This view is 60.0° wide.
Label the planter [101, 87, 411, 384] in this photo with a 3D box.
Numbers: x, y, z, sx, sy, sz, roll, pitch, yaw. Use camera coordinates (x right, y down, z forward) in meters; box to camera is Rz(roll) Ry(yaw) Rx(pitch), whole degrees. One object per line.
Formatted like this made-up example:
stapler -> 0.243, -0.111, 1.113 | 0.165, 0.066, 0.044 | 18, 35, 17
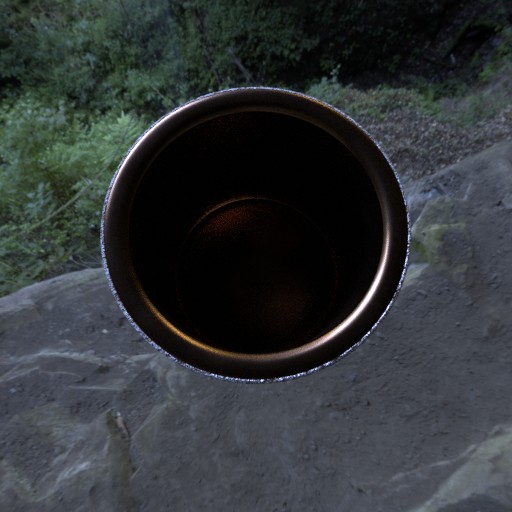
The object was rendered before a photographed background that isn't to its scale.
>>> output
planter -> 0.000, 0.000, 0.198 | 0.109, 0.096, 0.109 | 0, 76, 0
